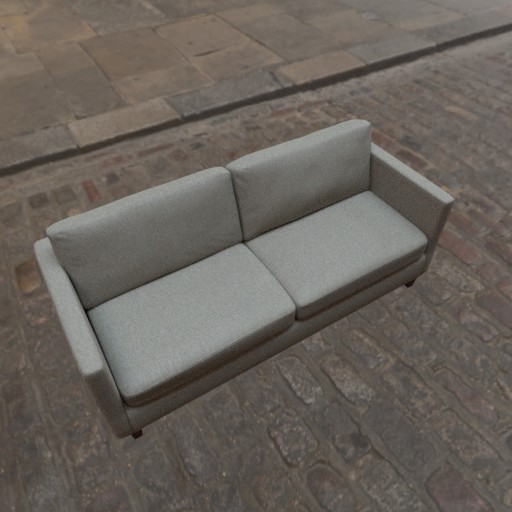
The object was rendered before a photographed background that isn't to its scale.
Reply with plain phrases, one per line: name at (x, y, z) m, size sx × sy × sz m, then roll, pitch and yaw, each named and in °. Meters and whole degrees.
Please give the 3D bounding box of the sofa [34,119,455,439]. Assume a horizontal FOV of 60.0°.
sofa at (0.000, 0.000, 2.633) m, size 2.208 × 0.963 × 0.956 m, roll -24°, pitch 50°, yaw -22°
